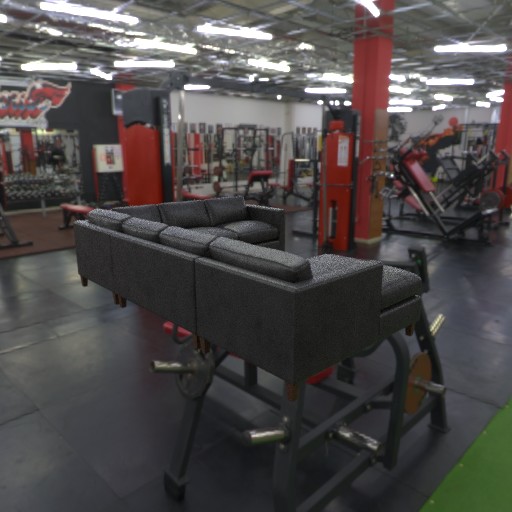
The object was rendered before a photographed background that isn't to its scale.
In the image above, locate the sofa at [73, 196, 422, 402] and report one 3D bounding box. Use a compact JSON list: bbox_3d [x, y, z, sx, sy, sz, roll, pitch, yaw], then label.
[{"bbox_3d":[0.000,0.000,4.586,2.452,0.891,3.324,-12,18,-41],"label":"sofa"}]
